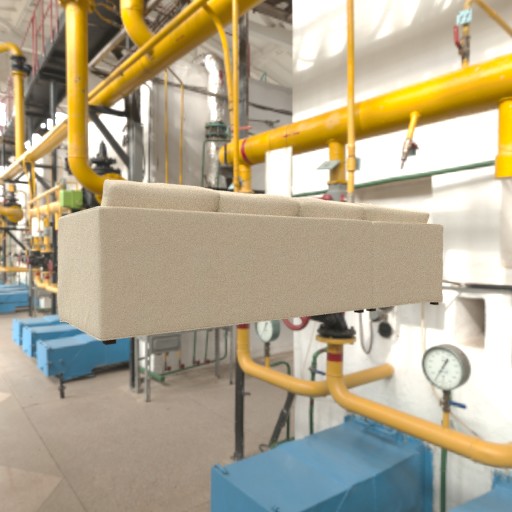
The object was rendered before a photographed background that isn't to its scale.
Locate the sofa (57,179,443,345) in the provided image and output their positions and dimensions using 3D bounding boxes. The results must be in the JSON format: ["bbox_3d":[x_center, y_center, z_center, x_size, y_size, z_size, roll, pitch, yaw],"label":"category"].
[{"bbox_3d":[0.000,0.000,3.873,3.205,0.922,1.650,-1,1,-36],"label":"sofa"}]
